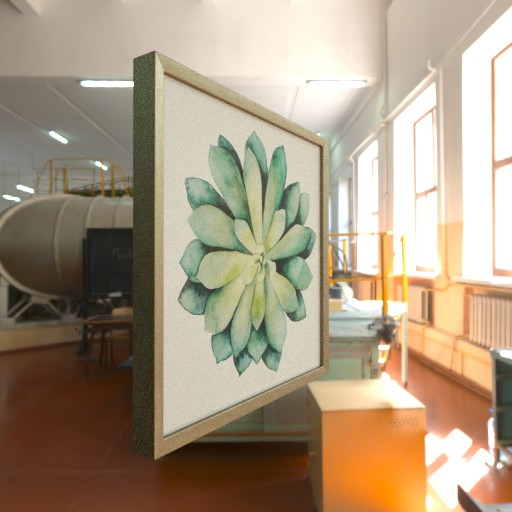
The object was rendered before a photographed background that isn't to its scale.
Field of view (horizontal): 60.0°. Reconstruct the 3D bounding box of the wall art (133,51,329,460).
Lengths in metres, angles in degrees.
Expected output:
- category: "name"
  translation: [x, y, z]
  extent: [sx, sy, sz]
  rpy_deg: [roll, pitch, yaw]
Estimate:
- category: "wall art"
  translation: [0.000, 0.000, 0.765]
  extent: [0.040, 0.506, 0.503]
  rpy_deg: [0, 0, 34]
